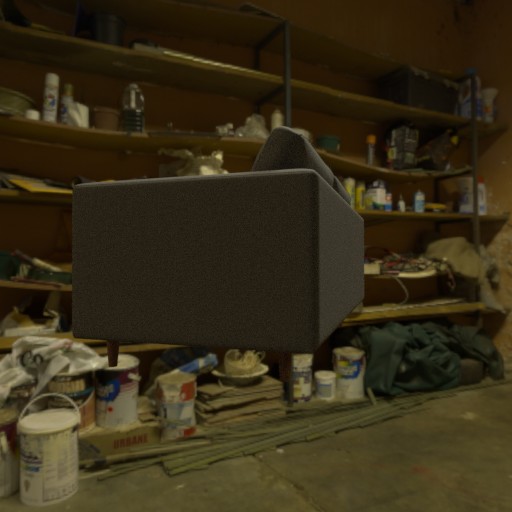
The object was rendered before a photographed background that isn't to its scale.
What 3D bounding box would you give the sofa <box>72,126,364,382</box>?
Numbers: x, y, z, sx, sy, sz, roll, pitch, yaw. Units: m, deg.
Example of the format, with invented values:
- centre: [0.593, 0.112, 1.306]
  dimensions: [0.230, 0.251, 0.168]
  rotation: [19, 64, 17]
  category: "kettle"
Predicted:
- centre: [0.000, 0.000, 2.248]
  dimensions: [0.940, 0.866, 1.713]
  rotation: [0, -1, 18]
  category: "sofa"
